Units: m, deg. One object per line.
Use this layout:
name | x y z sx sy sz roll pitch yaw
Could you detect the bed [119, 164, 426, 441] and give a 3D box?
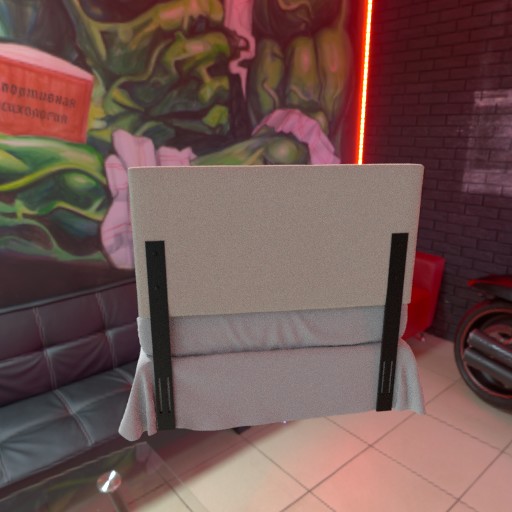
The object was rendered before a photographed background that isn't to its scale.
bed | 0.000 0.000 3.551 1.936 1.577 2.222 -2 16 -8
